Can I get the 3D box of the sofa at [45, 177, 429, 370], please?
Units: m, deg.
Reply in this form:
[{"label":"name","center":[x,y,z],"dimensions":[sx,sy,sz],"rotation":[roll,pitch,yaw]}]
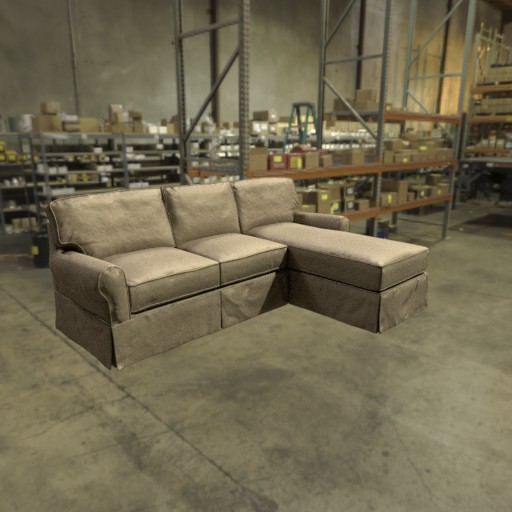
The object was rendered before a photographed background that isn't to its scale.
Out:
[{"label":"sofa","center":[0.000,0.000,3.325],"dimensions":[2.475,0.978,1.733],"rotation":[-14,21,-42]}]
